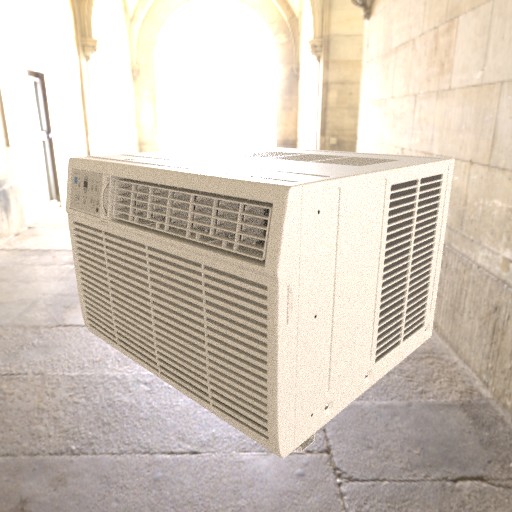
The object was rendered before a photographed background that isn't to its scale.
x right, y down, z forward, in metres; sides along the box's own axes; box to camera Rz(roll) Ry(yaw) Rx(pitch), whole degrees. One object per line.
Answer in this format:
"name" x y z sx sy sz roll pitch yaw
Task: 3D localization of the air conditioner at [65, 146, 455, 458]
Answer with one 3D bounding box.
"air conditioner" 0.000 0.000 1.045 0.645 0.455 0.599 16 23 41
